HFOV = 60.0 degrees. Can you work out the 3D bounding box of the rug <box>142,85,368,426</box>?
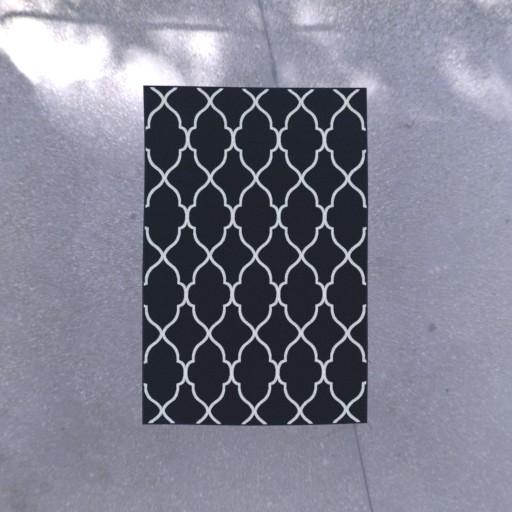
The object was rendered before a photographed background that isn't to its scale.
[{"bbox_3d":[0.000,0.000,2.991,1.526,0.014,2.290,0,90,-2],"label":"rug"}]
